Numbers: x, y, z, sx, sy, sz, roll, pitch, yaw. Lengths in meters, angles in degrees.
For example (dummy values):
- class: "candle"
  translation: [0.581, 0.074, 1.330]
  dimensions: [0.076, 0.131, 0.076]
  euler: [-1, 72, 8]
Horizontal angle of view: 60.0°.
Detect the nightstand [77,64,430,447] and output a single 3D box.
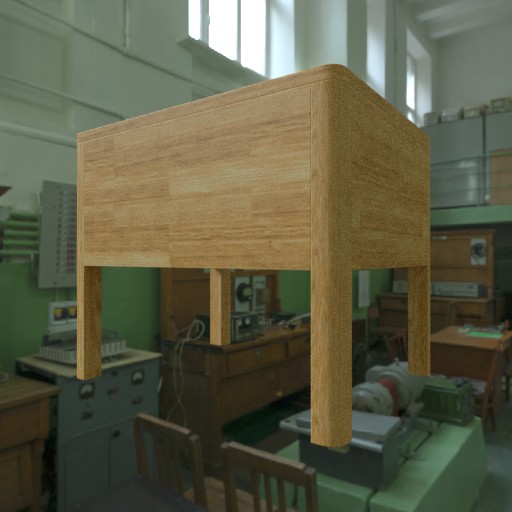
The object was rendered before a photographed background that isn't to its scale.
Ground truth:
- class: "nightstand"
  translation: [0.000, 0.000, 0.876]
  dimensions: [0.560, 0.470, 0.440]
  euler: [0, 0, 36]
